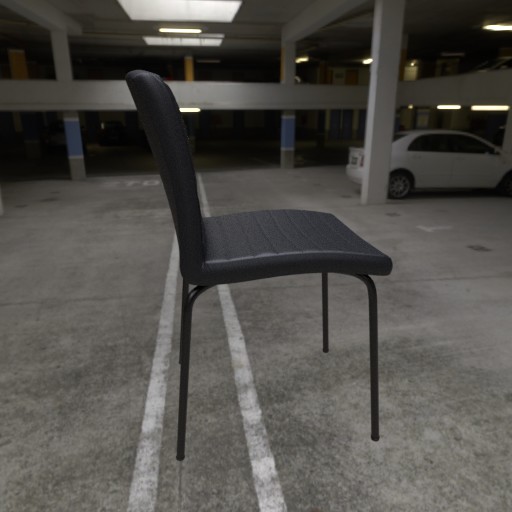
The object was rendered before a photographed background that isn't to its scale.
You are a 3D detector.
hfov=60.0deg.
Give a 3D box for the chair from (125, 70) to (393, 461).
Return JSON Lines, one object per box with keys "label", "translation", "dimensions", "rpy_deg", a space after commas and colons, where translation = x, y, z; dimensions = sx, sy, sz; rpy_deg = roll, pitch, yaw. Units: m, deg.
{"label": "chair", "translation": [0.000, 0.000, 1.152], "dimensions": [0.572, 0.872, 0.450], "rpy_deg": [-3, 19, -8]}
